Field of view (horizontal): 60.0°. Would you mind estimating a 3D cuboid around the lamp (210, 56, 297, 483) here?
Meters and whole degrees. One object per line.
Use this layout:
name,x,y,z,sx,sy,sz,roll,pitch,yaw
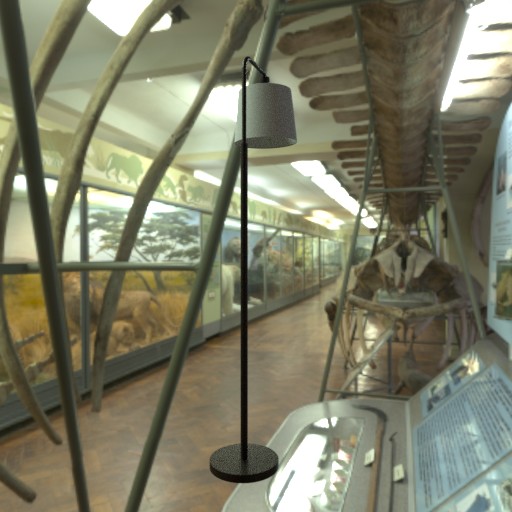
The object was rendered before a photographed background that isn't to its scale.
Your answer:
lamp,0.000,0.000,1.686,0.254,1.478,0.508,0,0,19
